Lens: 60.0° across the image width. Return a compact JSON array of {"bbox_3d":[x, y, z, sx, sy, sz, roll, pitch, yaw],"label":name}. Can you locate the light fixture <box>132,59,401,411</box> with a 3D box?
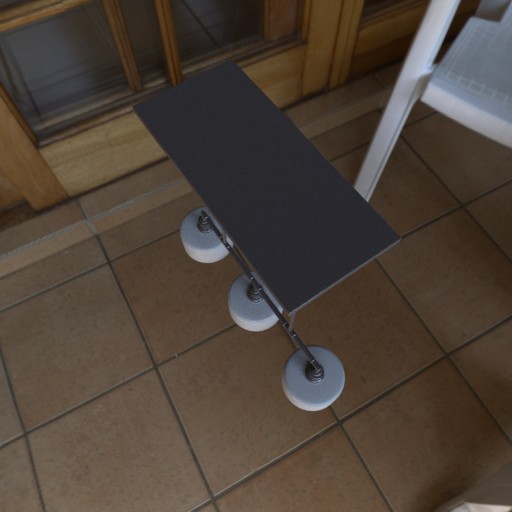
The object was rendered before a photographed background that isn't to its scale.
[{"bbox_3d":[0.000,0.000,0.859,0.177,0.557,0.582,-32,68,-15],"label":"light fixture"}]
